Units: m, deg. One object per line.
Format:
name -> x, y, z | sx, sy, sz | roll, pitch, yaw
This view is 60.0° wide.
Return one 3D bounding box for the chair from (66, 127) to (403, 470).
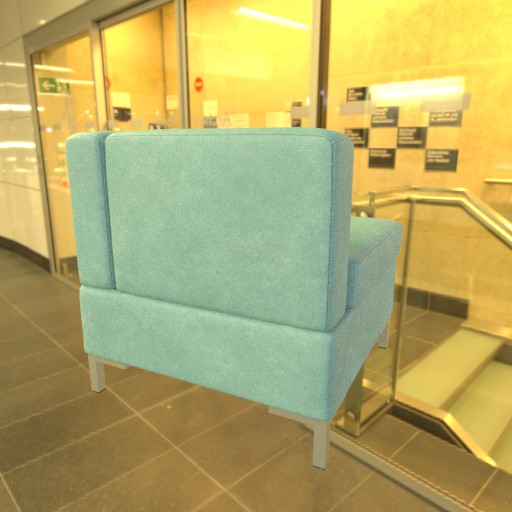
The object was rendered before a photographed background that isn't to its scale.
chair -> 0.000, 0.000, 1.218 | 0.680, 0.660, 0.680 | 7, 16, 26
